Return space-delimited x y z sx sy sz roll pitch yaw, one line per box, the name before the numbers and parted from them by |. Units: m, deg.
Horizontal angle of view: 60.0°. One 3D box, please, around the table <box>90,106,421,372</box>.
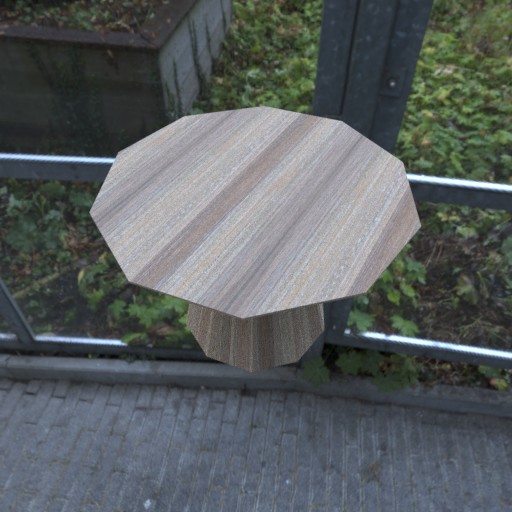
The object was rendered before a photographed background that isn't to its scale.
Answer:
table | 0.000 0.000 1.903 1.186 0.752 1.186 0 47 0
